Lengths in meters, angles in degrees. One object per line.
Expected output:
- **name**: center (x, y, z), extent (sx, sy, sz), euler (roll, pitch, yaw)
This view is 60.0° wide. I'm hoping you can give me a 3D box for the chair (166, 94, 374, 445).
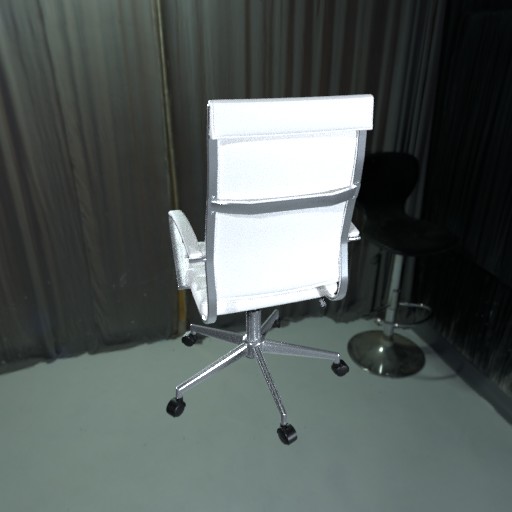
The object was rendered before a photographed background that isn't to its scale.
- **chair**: center (0.000, 0.000, 1.607), extent (0.766, 1.149, 0.739), euler (-8, 27, -16)
